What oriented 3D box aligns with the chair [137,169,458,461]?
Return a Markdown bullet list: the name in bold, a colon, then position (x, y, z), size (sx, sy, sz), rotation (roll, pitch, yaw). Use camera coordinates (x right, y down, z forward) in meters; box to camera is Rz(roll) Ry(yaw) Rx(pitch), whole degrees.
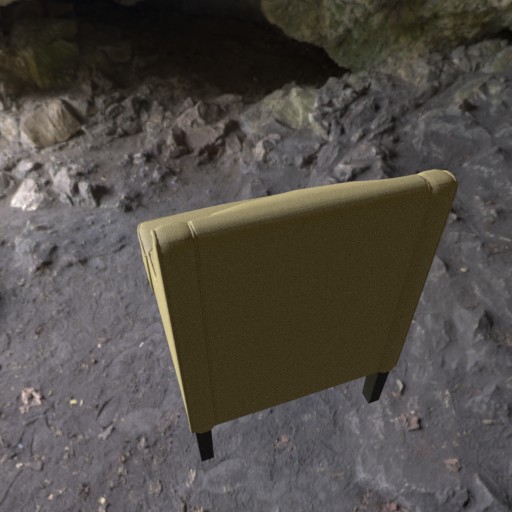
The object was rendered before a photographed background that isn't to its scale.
- **chair**: position (0.000, 0.000, 1.458), size (0.696, 0.896, 0.814), rotation (-13, 43, -15)
